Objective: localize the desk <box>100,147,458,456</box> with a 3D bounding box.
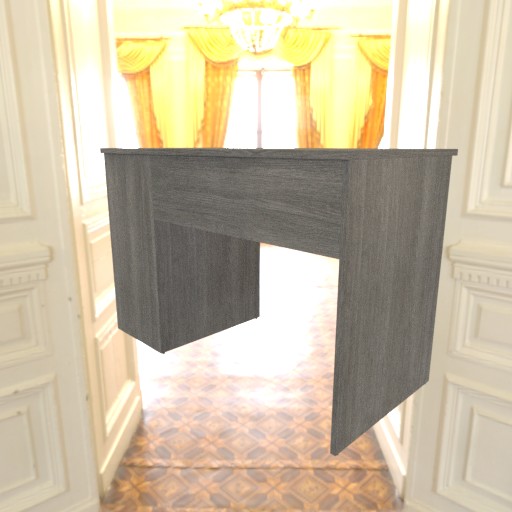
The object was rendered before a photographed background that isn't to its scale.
[{"bbox_3d":[0.000,0.000,1.558,0.560,0.735,1.097,-13,19,-43],"label":"desk"}]
